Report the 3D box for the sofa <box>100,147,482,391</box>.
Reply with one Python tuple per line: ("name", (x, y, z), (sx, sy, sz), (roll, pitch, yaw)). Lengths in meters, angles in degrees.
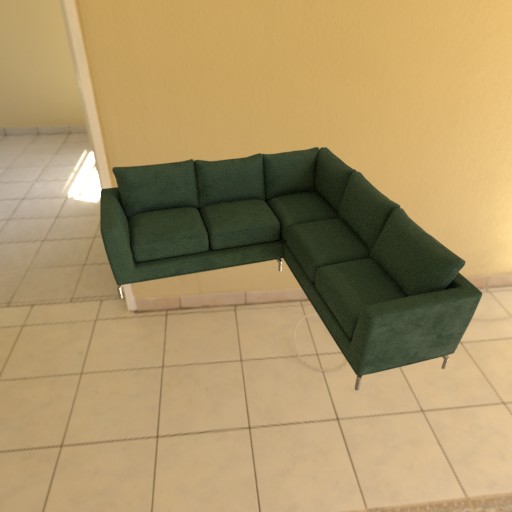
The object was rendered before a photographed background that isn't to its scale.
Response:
("sofa", (0.000, 0.000, 3.784), (2.468, 1.004, 2.452), (-9, 34, -14))
